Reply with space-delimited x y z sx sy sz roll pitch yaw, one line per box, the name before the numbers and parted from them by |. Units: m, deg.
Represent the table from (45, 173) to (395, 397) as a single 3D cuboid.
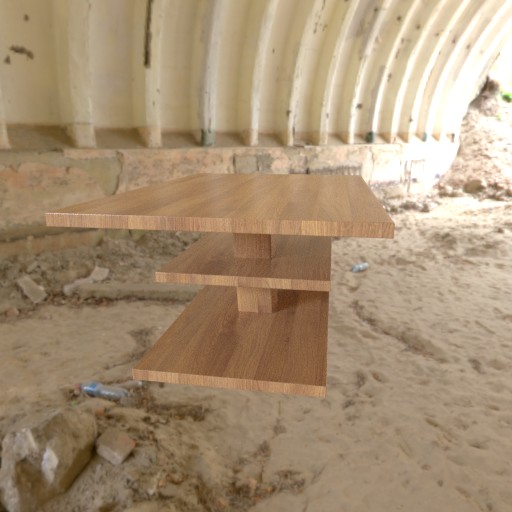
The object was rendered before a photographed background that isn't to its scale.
table | 0.000 0.000 1.441 0.700 0.442 1.100 3 15 9
